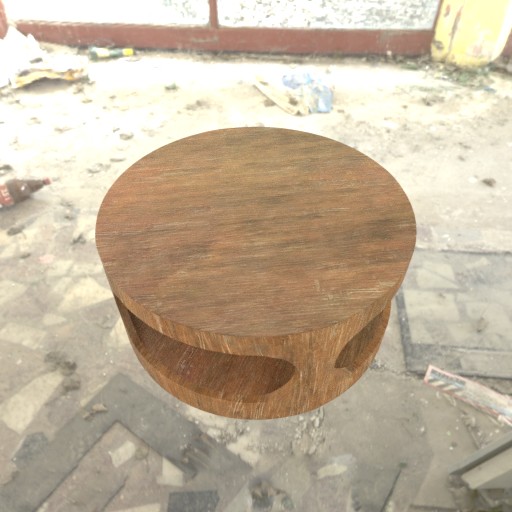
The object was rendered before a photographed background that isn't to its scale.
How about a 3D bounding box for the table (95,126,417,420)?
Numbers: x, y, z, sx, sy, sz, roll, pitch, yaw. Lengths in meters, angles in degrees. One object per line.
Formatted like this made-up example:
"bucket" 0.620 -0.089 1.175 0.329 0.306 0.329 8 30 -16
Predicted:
"table" 0.000 0.000 1.545 0.974 0.450 0.974 0 45 0
